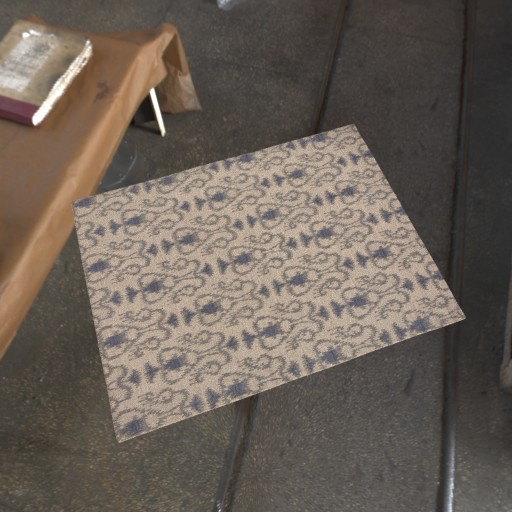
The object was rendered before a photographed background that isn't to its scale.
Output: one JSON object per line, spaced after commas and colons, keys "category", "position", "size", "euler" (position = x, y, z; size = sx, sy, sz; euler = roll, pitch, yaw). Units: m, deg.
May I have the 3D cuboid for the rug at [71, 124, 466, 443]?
{"category": "rug", "position": [0.000, 0.000, 4.297], "size": [3.205, 0.015, 2.437], "euler": [-17, 65, -8]}
